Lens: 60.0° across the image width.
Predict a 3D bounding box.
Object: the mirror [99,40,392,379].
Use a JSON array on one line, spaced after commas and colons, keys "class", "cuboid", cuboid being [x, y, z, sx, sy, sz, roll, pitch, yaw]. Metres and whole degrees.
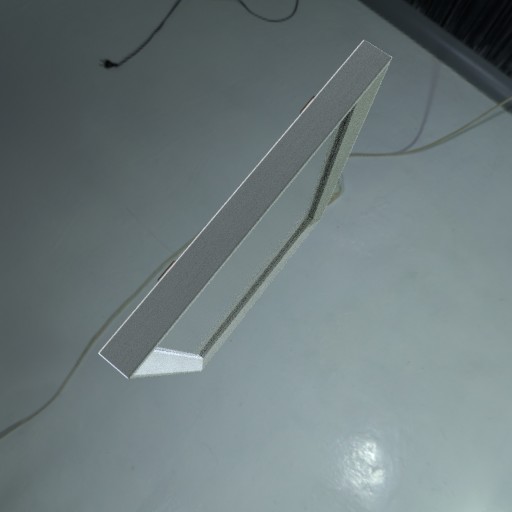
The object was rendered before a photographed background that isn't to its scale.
[{"class": "mirror", "cuboid": [0.000, 0.000, 0.668, 0.041, 0.509, 0.406, 37, 79, 9]}]
